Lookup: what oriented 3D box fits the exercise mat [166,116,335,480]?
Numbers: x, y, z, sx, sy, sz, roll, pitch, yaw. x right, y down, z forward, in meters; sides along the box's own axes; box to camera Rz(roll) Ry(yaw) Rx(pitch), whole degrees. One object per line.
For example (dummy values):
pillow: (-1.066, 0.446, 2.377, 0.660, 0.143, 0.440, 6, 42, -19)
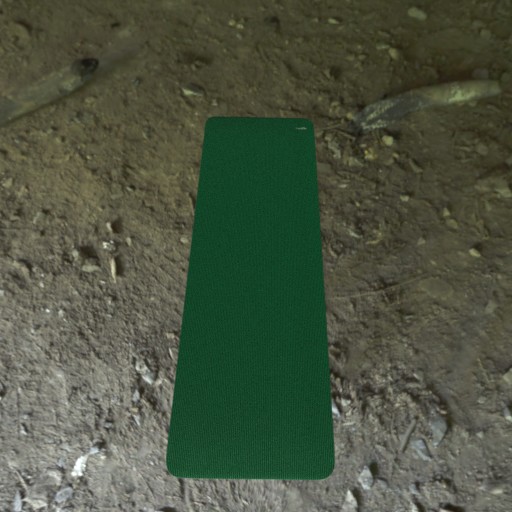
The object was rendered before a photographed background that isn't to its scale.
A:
exercise mat: (0.000, 0.000, 2.066, 0.616, 0.021, 1.869, 1, 59, 1)
